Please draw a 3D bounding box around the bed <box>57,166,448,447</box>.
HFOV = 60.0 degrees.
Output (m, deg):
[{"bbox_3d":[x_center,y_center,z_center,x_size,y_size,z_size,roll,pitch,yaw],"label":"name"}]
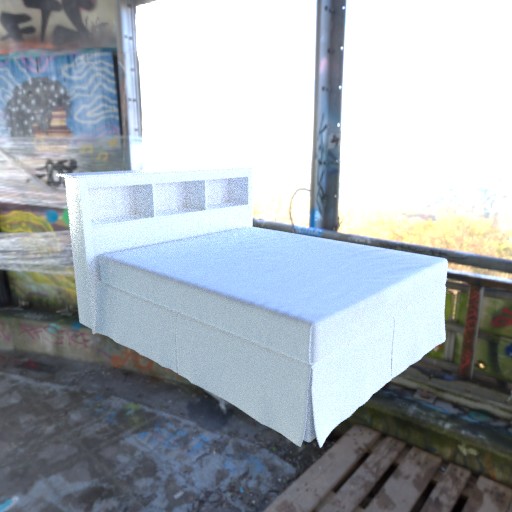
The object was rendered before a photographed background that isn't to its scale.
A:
[{"bbox_3d":[0.000,0.000,3.027,2.133,1.092,1.671,13,19,41],"label":"bed"}]
